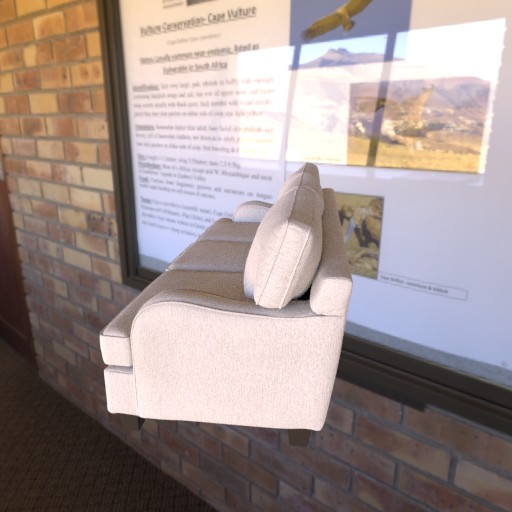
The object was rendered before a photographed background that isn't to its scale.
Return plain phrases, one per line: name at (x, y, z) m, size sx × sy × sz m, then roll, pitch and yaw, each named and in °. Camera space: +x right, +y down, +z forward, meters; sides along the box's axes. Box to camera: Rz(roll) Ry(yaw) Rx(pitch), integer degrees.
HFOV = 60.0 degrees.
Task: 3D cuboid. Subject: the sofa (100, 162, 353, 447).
sofa at (0.000, 0.000, 2.803) m, size 1.016 × 0.991 × 2.323 m, roll 2°, pitch 17°, yaw 7°
